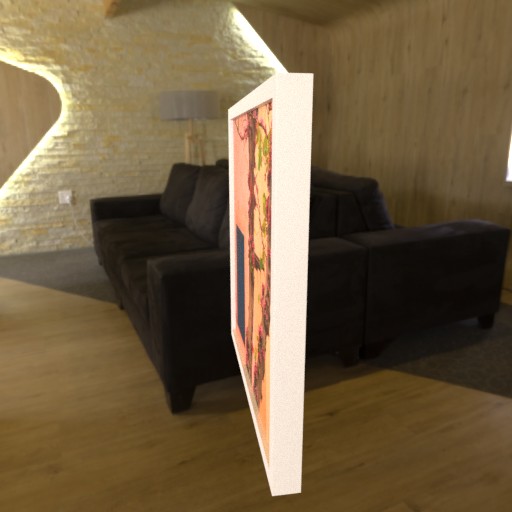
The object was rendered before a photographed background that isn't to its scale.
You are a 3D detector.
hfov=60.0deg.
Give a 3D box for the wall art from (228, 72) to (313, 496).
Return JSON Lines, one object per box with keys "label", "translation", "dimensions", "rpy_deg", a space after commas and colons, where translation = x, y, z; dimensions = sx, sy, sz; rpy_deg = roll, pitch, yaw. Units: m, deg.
{"label": "wall art", "translation": [0.000, 0.000, 0.753], "dimensions": [0.038, 0.508, 0.507], "rpy_deg": [-2, 14, -9]}
